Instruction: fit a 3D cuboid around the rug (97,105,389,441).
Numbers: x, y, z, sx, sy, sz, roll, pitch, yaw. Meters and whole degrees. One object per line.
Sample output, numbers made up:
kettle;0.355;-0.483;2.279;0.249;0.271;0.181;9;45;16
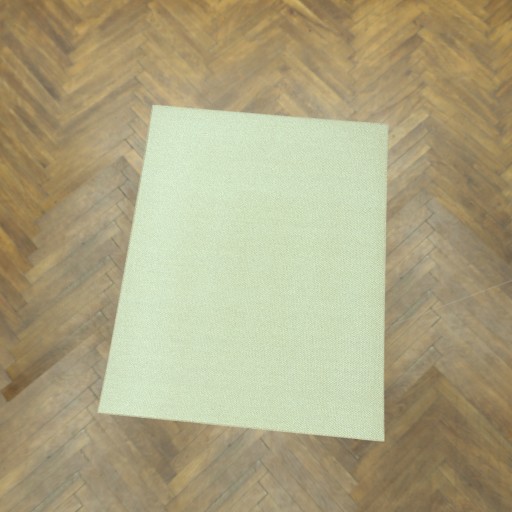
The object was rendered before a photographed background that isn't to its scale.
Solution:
rug;0.000;0.000;4.169;2.462;0.018;3.039;5;75;1
